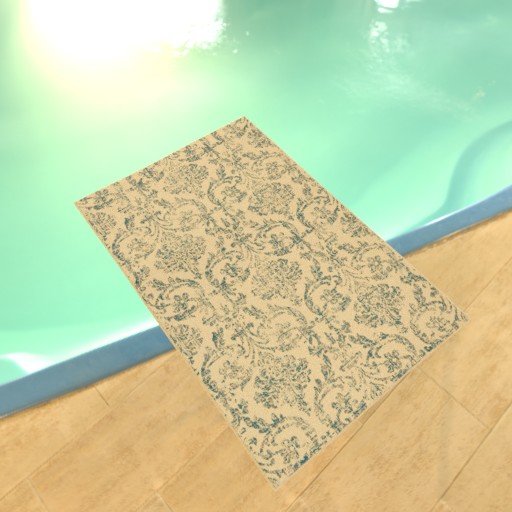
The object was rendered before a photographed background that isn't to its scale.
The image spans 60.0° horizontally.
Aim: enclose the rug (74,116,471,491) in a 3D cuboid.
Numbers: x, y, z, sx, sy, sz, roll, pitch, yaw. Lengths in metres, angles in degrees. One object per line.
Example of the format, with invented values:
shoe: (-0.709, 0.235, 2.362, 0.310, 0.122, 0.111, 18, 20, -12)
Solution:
rug: (0.000, 0.000, 3.487, 1.819, 0.018, 2.746, -33, 63, -19)
